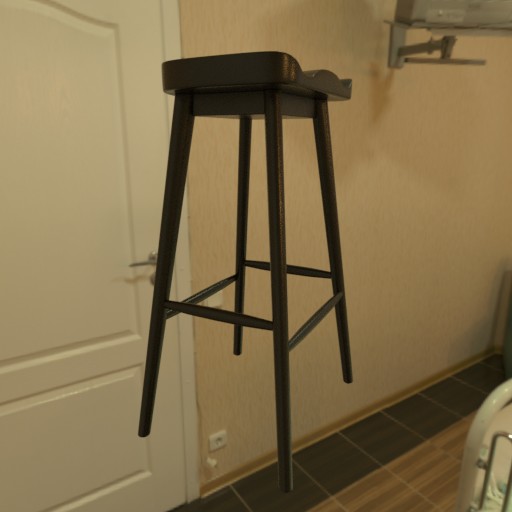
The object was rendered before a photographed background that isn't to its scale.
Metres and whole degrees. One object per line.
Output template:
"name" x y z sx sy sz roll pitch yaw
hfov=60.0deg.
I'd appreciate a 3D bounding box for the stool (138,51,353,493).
"stool" 0.000 0.000 0.969 0.361 0.749 0.440 8 17 26
